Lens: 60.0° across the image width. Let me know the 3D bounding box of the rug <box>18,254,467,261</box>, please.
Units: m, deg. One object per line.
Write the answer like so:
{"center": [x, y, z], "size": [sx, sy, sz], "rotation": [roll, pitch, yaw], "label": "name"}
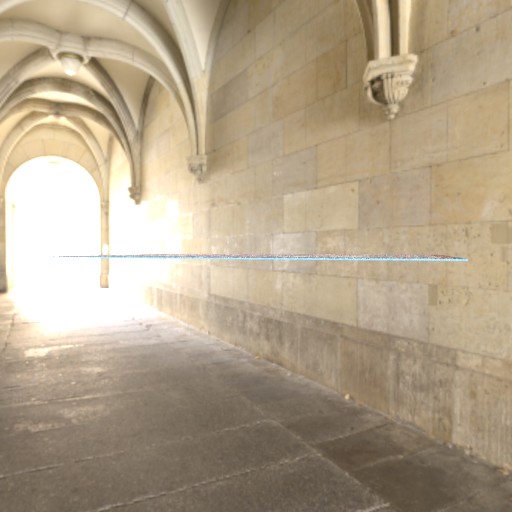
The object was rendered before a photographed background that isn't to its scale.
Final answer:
{"center": [0.000, 0.000, 2.932], "size": [2.373, 0.009, 1.622], "rotation": [0, 1, 18], "label": "rug"}
